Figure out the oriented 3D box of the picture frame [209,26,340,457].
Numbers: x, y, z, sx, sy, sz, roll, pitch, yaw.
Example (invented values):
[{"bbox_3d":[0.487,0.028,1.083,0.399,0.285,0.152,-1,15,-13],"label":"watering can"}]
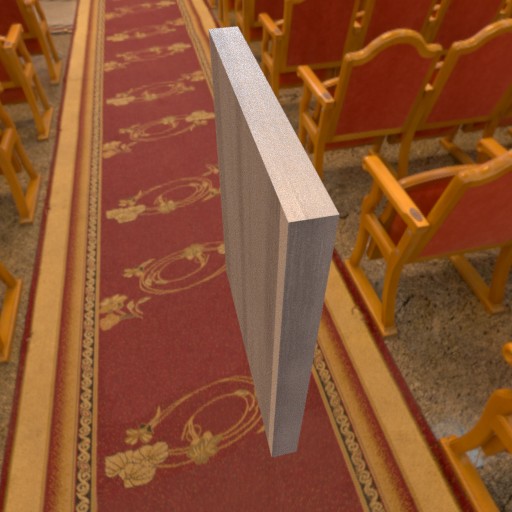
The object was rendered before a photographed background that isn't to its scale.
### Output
[{"bbox_3d":[0.000,0.000,0.731,0.046,0.555,0.449,-9,47,-9],"label":"picture frame"}]
